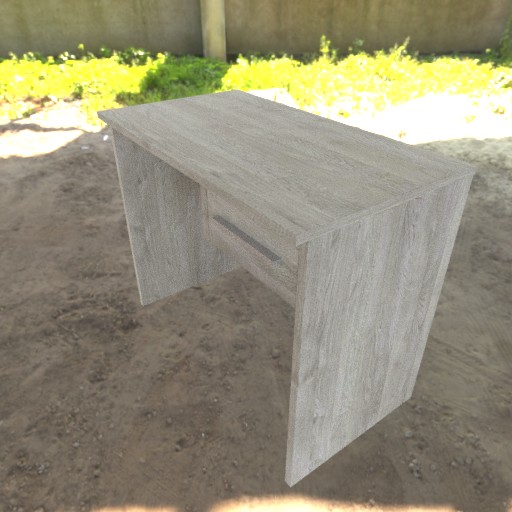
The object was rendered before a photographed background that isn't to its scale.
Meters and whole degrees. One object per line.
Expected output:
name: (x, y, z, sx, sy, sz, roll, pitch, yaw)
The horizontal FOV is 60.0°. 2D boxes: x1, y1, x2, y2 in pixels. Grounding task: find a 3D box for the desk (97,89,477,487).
desk: (0.000, 0.000, 1.304, 0.498, 0.724, 0.893, -21, 38, -30)
